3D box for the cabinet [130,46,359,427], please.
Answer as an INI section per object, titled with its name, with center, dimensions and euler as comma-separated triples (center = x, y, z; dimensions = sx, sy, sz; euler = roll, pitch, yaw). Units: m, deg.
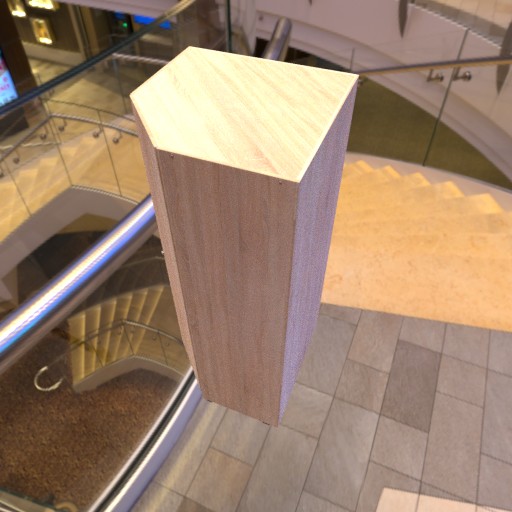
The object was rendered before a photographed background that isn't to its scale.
[cabinet]
center = 0.000, 0.000, 2.788
dimensions = 1.094, 2.120, 1.327
euler = -17, 49, -16
